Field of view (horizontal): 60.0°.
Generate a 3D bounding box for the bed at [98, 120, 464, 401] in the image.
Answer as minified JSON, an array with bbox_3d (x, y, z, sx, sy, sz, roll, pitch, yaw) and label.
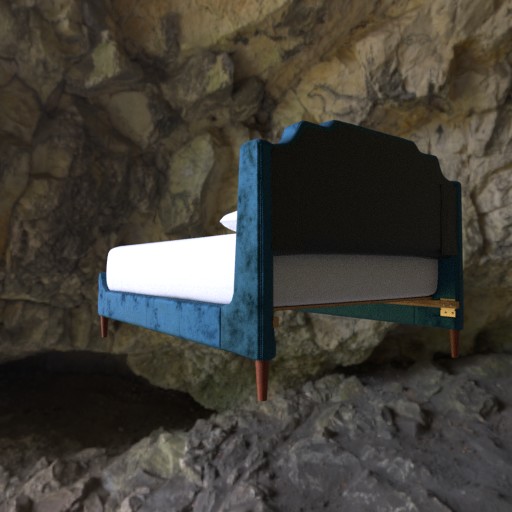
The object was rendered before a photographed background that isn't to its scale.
[{"bbox_3d":[0.000,0.000,3.333,1.678,1.338,2.322,1,-2,-36],"label":"bed"}]
